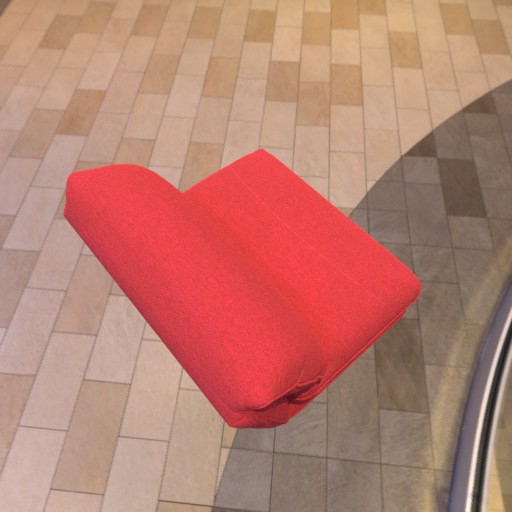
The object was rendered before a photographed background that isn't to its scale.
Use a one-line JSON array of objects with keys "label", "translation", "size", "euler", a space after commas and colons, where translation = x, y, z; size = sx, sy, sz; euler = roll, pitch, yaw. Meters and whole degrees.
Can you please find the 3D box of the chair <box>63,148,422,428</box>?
[{"label": "chair", "translation": [0.000, 0.000, 1.367], "size": [0.780, 0.580, 0.820], "euler": [-36, 65, -20]}]
